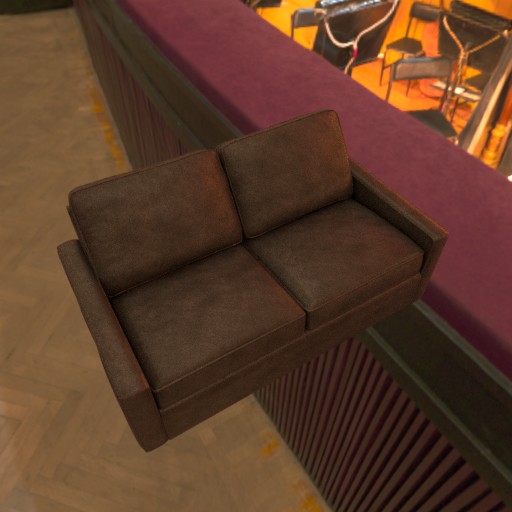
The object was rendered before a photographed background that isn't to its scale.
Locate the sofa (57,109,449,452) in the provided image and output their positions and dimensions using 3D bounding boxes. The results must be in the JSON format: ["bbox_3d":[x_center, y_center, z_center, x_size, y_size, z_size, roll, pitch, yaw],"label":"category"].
[{"bbox_3d":[0.000,0.000,2.256,1.732,0.916,0.939,-24,51,-21],"label":"sofa"}]
